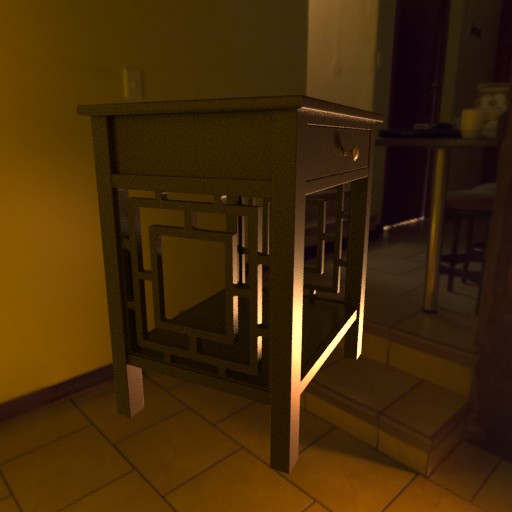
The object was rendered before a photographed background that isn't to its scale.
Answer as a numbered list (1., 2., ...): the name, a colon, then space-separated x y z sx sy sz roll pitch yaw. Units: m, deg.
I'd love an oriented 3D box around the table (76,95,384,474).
1. table: 0.000 0.000 1.033 0.451 0.646 0.564 7 16 26
